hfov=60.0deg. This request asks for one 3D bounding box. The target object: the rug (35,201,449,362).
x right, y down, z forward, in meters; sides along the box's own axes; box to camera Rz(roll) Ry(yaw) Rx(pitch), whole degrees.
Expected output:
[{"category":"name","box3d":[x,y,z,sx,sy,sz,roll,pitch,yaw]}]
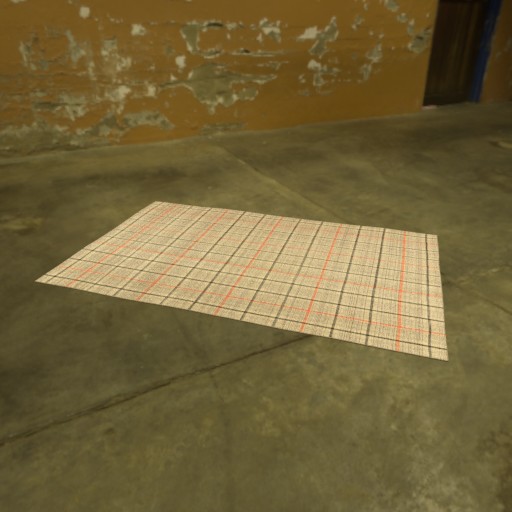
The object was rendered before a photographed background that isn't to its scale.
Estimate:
[{"category":"rug","box3d":[0.000,0.000,3.103,2.439,0.015,1.524,8,28,16]}]
